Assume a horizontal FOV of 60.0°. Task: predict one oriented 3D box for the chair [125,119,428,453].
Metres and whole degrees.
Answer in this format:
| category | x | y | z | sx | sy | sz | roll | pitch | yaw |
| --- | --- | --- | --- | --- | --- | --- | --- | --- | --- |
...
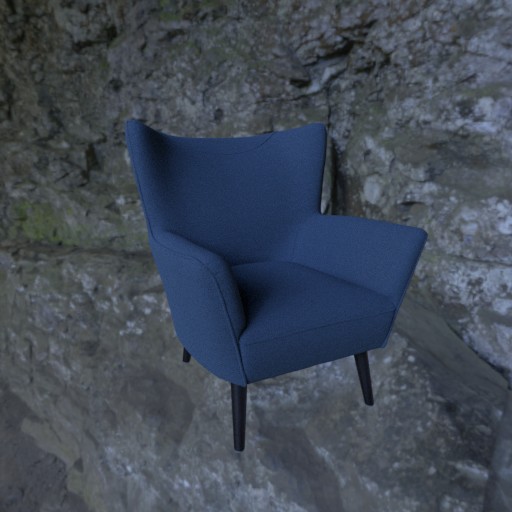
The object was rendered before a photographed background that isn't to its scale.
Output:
| category | x | y | z | sx | sy | sz | roll | pitch | yaw |
| --- | --- | --- | --- | --- | --- | --- | --- | --- | --- |
| chair | 0.000 | 0.000 | 1.583 | 0.781 | 0.933 | 0.888 | -8 | 17 | -26 |
